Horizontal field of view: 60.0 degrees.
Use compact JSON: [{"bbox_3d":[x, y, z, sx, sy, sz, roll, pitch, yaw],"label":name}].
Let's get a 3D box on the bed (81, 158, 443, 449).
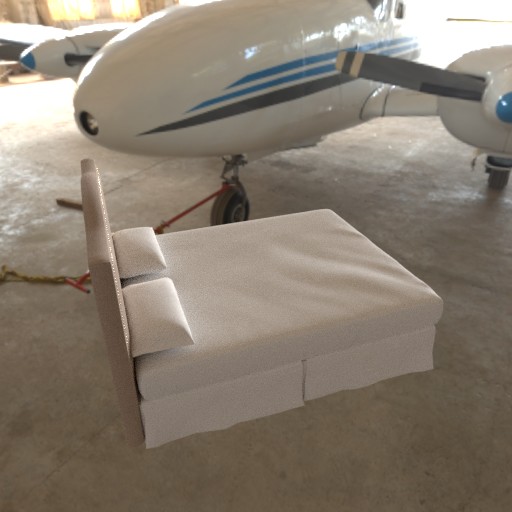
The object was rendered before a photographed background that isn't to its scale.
[{"bbox_3d":[0.000,0.000,3.401,2.282,1.436,1.821,-10,32,-17],"label":"bed"}]
